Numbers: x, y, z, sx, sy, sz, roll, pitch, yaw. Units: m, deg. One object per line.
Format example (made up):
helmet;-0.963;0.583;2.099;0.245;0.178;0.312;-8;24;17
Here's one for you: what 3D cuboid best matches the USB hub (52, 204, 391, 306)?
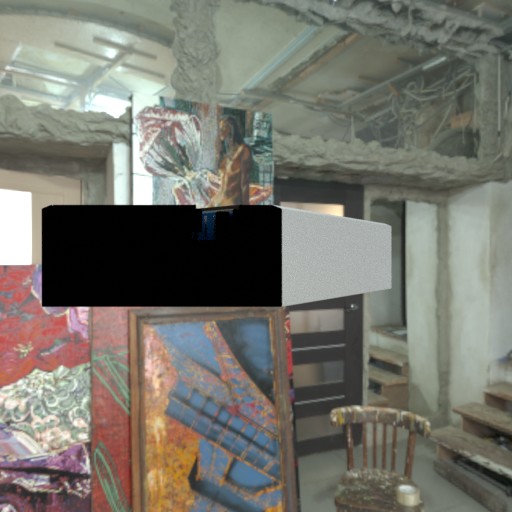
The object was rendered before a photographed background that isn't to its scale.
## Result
USB hub;0.000;0.000;0.129;0.044;0.023;0.110;0;0;36
